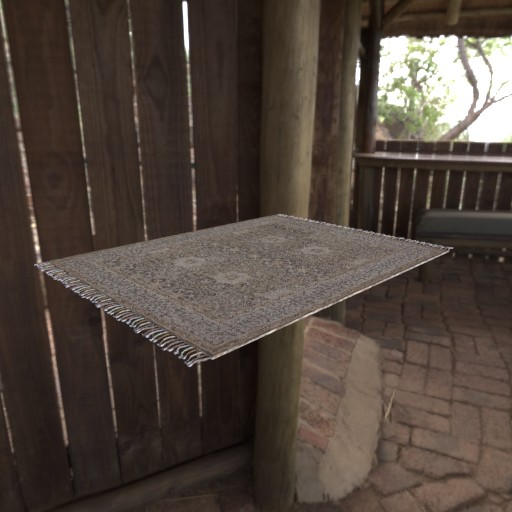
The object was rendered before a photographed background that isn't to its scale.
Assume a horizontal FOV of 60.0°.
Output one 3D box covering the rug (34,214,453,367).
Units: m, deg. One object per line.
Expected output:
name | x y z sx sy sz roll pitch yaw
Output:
rug | 0.000 0.000 4.259 3.291 0.017 2.431 -16 23 -42
